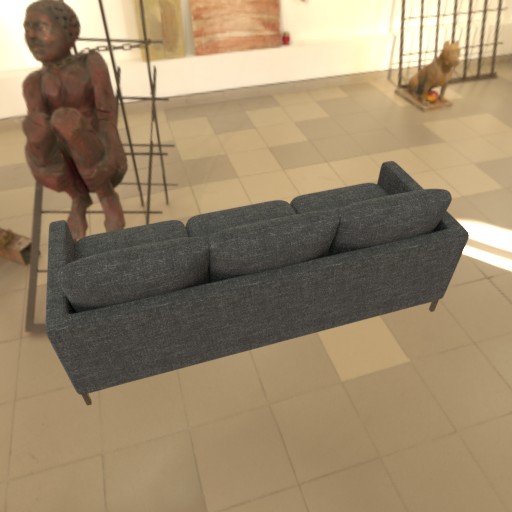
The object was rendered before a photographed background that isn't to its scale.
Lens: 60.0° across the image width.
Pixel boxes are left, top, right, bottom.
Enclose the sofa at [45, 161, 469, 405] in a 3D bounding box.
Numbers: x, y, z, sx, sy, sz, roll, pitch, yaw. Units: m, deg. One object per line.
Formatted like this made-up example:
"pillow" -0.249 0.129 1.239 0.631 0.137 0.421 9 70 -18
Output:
"sofa" 0.000 0.000 2.630 2.218 0.874 0.859 -12 44 -13
